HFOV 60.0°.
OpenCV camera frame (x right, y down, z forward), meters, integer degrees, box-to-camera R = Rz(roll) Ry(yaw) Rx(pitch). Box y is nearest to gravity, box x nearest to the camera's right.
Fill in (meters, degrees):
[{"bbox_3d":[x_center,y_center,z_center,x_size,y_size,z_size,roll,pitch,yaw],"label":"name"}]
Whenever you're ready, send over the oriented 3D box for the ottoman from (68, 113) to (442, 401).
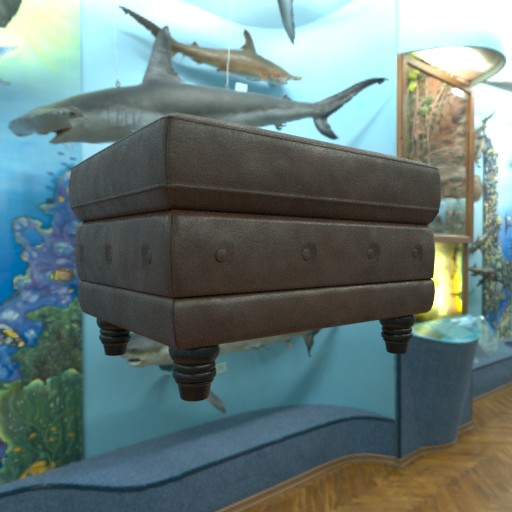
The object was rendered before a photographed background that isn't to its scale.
[{"bbox_3d":[0.000,0.000,1.156,0.795,0.509,0.588,-1,1,-37],"label":"ottoman"}]
